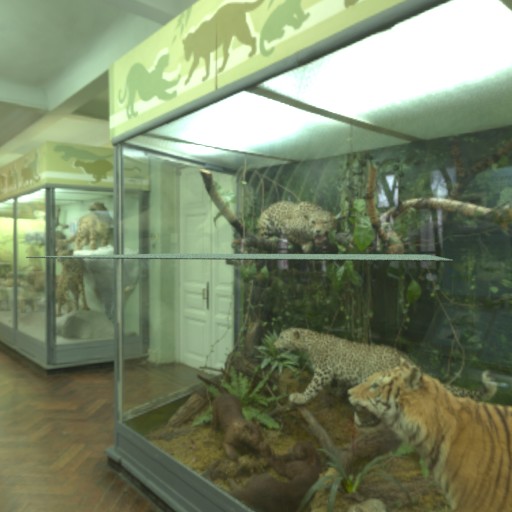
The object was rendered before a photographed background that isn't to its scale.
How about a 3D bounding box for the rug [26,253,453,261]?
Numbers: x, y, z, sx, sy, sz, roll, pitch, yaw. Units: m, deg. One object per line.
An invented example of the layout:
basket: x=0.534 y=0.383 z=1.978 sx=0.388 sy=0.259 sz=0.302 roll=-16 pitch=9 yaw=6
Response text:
rug: x=0.000 y=0.000 z=5.215 sx=3.957 sy=0.011 sz=2.894 roll=0 pitch=1 yaw=18
